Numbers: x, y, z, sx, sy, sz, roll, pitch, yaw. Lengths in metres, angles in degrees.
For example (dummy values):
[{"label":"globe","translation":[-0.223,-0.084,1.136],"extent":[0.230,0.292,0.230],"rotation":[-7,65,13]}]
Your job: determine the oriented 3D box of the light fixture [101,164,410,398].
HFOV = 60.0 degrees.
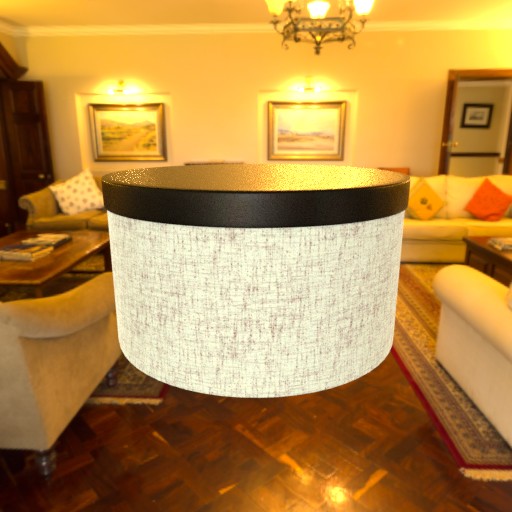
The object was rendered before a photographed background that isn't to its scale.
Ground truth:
[{"label":"light fixture","translation":[0.000,0.000,0.618],"extent":[0.389,0.229,0.389],"rotation":[0,15,0]}]
